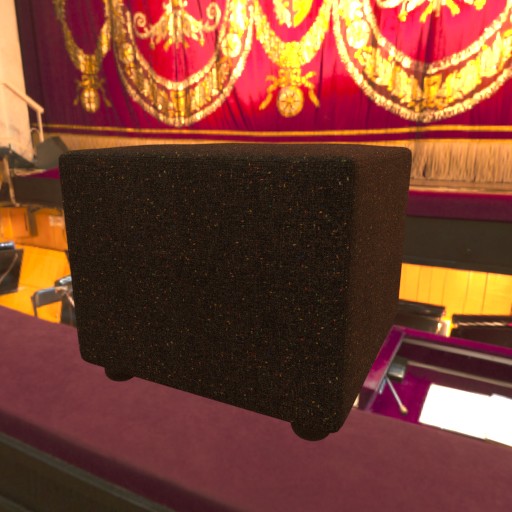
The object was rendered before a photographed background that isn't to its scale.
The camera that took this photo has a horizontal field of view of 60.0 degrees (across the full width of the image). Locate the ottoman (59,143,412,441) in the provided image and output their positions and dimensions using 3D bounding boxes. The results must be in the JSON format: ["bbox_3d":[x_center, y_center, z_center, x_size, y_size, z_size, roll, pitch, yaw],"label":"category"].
[{"bbox_3d":[0.000,0.000,0.879,0.508,0.432,0.508,7,17,25],"label":"ottoman"}]
